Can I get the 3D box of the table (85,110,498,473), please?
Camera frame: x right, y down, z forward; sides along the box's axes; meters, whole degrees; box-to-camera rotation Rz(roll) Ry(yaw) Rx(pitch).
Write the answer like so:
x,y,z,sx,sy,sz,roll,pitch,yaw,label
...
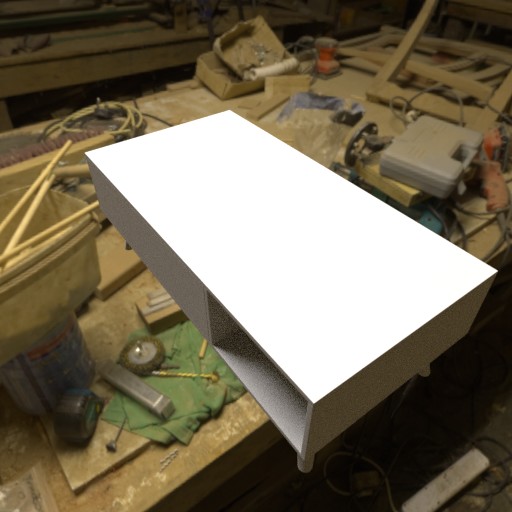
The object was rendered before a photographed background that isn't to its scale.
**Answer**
x,y,z,sx,sy,sz,roll,pitch,yaw,label
0.000,0.000,1.464,0.609,0.432,1.194,-26,48,-26,table
